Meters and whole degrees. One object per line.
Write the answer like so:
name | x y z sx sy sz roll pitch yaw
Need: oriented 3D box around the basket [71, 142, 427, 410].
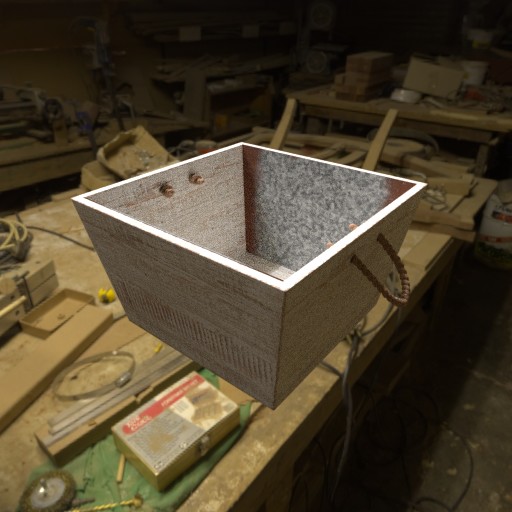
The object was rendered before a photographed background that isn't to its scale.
basket | 0.000 0.000 0.782 0.545 0.247 0.413 22 36 33
